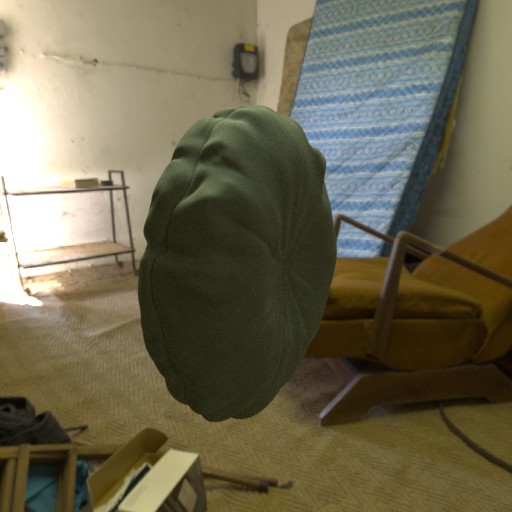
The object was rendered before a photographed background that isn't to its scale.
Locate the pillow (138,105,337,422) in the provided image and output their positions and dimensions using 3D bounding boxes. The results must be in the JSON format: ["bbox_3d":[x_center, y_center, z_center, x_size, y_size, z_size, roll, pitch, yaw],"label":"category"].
[{"bbox_3d":[0.000,0.000,0.630,0.148,0.407,0.428,7,14,27],"label":"pillow"}]
